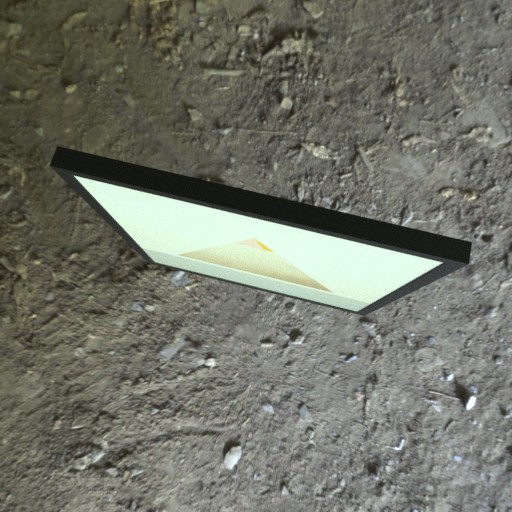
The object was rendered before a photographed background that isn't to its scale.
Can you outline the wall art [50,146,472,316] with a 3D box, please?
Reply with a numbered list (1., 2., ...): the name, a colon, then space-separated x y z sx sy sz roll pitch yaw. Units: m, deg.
1. wall art: 0.000 0.000 0.776 0.513 0.511 0.028 14 76 3
